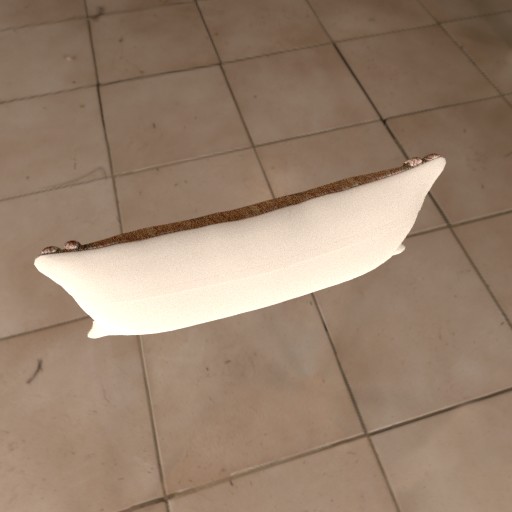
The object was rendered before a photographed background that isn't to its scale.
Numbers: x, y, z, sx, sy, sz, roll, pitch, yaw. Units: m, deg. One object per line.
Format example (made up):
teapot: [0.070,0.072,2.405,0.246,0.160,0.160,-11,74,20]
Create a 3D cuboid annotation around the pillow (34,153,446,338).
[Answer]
pillow: [0.000,0.000,0.740,0.635,0.282,0.139,-15,60,-9]
